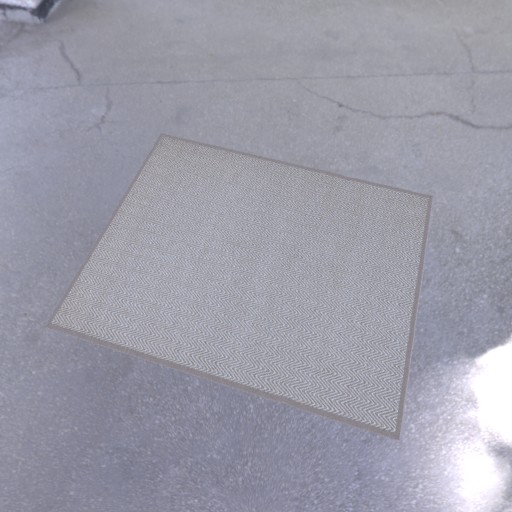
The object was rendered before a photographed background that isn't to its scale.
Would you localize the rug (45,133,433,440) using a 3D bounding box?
[{"bbox_3d":[0.000,0.000,4.125,3.007,0.032,2.434,15,60,9],"label":"rug"}]
